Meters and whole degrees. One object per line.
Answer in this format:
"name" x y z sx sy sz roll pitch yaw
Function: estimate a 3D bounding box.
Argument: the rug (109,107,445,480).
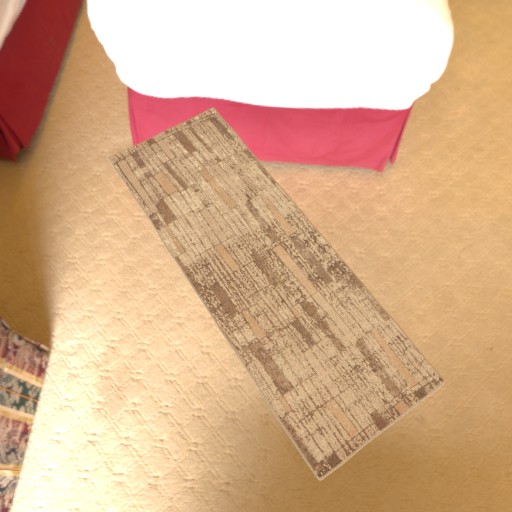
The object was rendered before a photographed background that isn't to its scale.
"rug" 0.000 0.000 2.698 0.857 0.018 2.383 -31 67 -15
